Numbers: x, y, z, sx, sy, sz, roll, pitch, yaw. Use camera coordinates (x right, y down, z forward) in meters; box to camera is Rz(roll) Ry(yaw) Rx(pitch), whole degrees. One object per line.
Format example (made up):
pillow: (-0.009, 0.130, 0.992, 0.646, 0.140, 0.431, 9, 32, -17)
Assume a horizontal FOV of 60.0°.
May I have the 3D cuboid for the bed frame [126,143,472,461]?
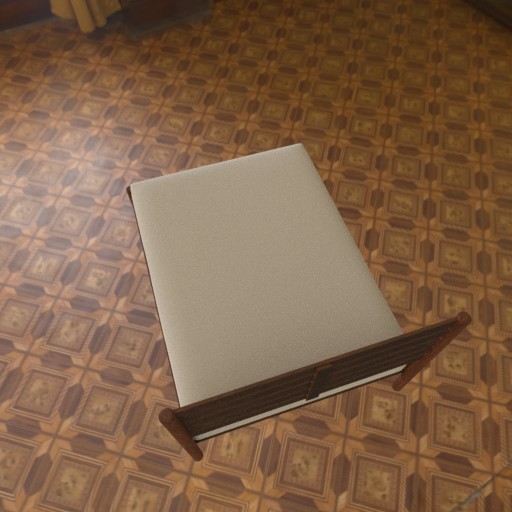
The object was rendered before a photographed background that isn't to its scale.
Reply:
bed frame: (0.000, 0.000, 3.274, 1.655, 1.321, 2.234, -16, 60, -9)
